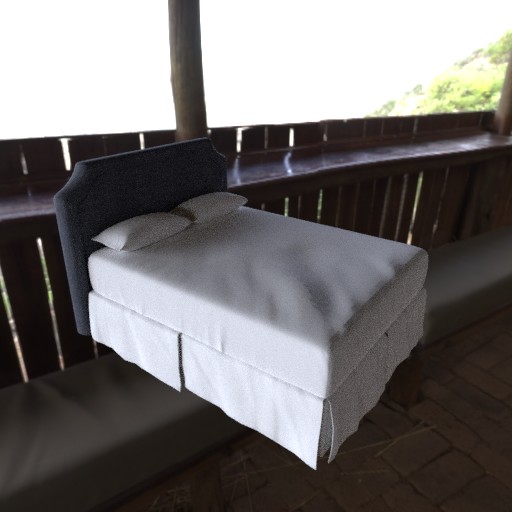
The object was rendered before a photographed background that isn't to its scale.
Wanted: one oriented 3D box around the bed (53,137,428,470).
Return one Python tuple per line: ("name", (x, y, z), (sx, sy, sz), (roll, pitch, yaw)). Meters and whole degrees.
("bed", (0.000, 0.000, 3.139), (2.116, 1.290, 1.693), (17, 29, 33))
